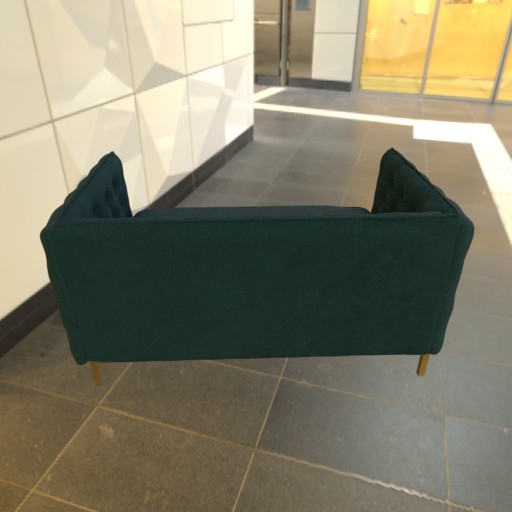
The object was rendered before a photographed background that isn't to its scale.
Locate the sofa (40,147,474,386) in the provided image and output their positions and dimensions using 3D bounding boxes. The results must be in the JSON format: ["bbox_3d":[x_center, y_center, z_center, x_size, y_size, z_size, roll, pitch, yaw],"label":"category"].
[{"bbox_3d":[0.000,0.000,2.124,1.583,0.810,0.909,-1,30,-2],"label":"sofa"}]
